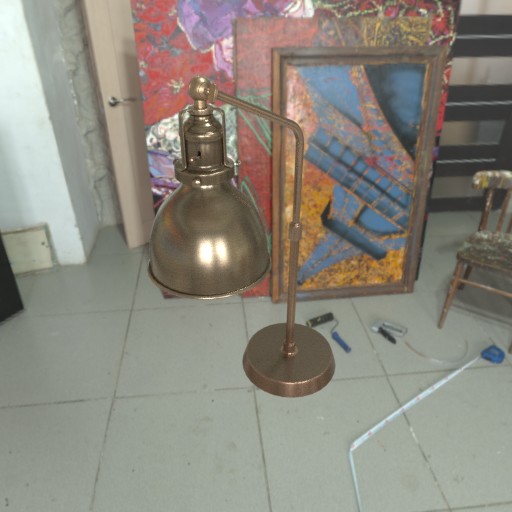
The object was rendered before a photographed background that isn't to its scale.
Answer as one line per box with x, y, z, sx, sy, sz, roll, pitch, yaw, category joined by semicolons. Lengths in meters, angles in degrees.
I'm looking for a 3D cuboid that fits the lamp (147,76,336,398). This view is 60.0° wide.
0.000;0.000;0.581;0.286;0.456;0.153;-21;37;-30;lamp
